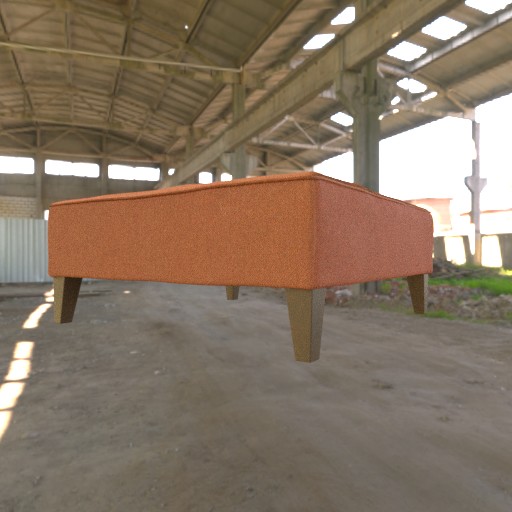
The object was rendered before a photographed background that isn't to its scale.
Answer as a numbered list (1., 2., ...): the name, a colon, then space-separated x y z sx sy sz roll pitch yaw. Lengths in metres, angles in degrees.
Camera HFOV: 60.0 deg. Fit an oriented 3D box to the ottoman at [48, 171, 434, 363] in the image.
1. ottoman: 0.000 0.000 1.571 0.999 0.438 0.997 0 0 35
